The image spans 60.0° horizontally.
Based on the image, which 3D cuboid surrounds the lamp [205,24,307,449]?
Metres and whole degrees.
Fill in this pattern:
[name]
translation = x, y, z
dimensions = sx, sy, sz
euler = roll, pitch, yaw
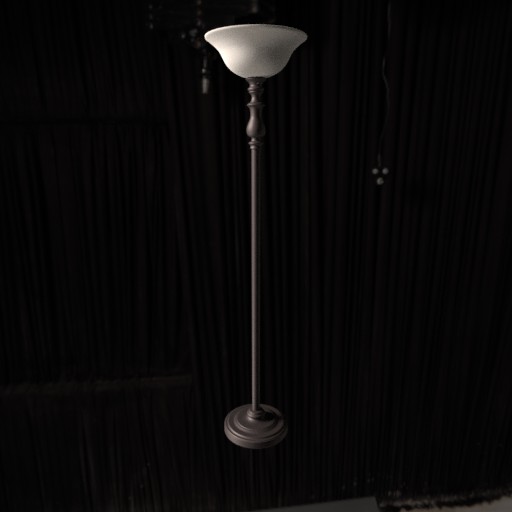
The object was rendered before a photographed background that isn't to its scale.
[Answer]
[lamp]
translation = 0.000, 0.000, 1.989
dimensions = 0.405, 1.797, 0.405
euler = -2, 15, -9
